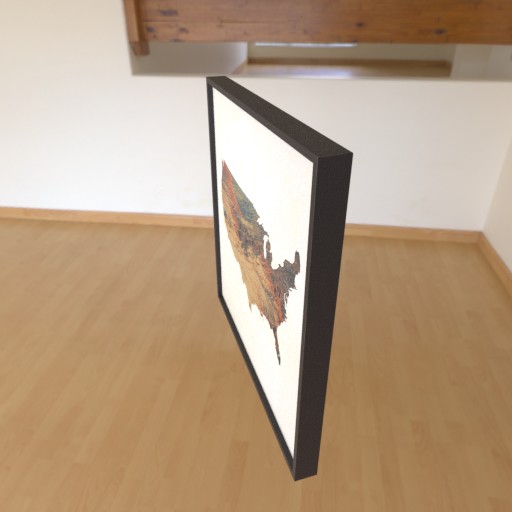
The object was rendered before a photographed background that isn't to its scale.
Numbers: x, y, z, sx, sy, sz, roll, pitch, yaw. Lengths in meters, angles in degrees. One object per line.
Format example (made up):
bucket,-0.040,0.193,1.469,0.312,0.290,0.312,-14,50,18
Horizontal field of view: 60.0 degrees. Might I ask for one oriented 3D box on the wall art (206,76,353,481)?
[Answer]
wall art,0.000,0.000,0.760,0.038,0.507,0.507,-9,32,-15
